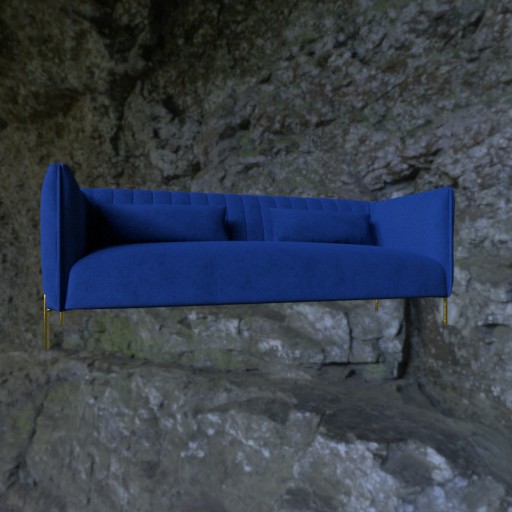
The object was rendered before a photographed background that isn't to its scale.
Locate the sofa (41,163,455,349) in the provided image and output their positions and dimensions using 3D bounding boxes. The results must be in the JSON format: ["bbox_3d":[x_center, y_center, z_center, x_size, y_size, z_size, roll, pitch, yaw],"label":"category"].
[{"bbox_3d":[0.000,0.000,2.516,2.136,0.793,0.896,0,0,-19],"label":"sofa"}]
